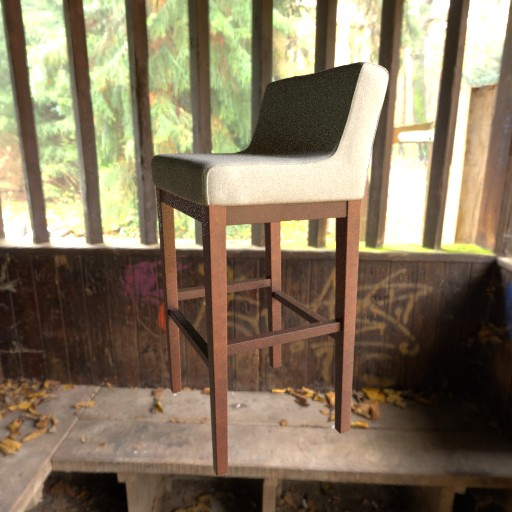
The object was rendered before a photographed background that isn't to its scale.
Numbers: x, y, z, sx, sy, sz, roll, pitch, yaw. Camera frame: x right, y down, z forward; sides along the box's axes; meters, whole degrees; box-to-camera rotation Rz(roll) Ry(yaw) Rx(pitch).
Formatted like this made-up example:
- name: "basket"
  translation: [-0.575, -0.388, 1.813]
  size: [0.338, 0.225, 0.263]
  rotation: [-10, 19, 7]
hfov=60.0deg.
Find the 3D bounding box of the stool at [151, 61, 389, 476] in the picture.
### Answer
- name: "stool"
  translation: [0.000, 0.000, 1.319]
  size: [0.500, 1.037, 0.511]
  rotation: [-7, 17, -25]
